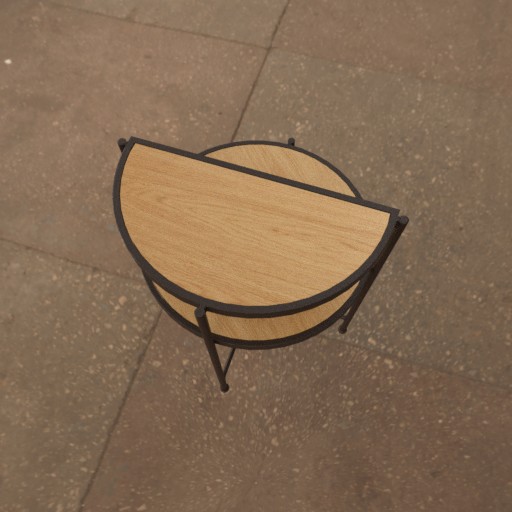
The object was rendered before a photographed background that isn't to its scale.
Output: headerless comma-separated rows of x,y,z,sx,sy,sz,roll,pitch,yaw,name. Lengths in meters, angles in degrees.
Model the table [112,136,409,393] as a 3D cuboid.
0.000,0.000,1.195,0.629,0.684,0.628,17,64,8,table
